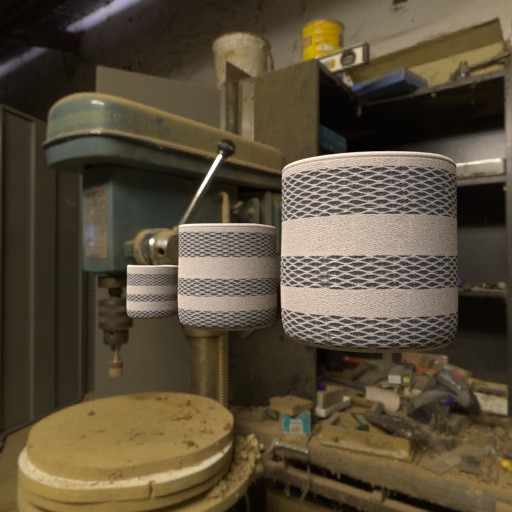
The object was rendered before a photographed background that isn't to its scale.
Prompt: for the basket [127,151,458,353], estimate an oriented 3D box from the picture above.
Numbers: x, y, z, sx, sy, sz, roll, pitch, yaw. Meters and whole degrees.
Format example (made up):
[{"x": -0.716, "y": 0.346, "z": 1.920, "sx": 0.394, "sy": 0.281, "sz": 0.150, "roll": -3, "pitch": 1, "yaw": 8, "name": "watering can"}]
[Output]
[{"x": 0.000, "y": 0.000, "z": 1.091, "sx": 0.917, "sy": 0.356, "sz": 0.351, "roll": -1, "pitch": -1, "yaw": 37, "name": "basket"}]
